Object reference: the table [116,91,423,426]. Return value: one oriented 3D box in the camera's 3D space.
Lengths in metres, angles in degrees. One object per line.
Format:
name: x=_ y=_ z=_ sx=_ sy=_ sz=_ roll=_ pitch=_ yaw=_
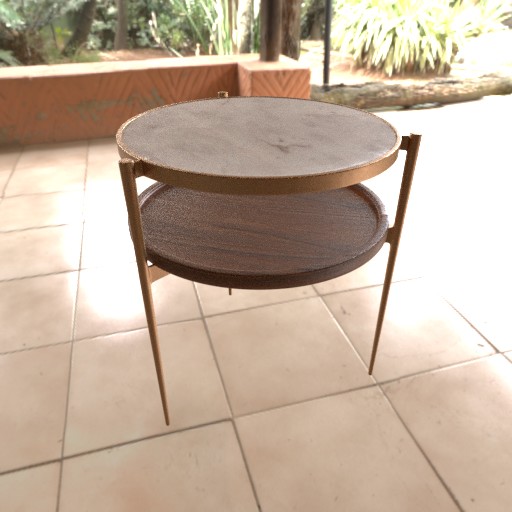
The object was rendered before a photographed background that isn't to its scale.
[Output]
table: x=0.000 y=0.000 z=0.818 sx=0.430 sy=0.493 sz=0.456 roll=-9 pitch=33 yaw=-14
